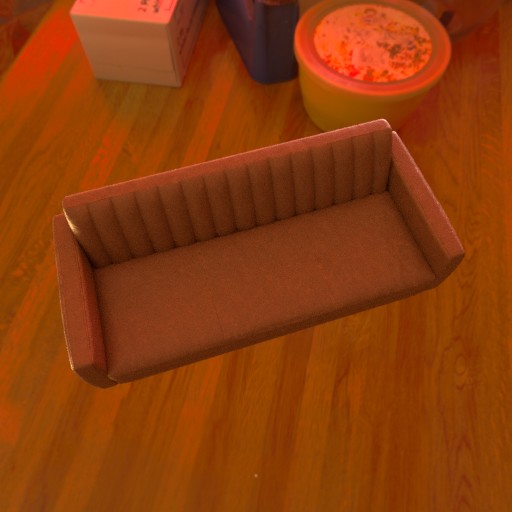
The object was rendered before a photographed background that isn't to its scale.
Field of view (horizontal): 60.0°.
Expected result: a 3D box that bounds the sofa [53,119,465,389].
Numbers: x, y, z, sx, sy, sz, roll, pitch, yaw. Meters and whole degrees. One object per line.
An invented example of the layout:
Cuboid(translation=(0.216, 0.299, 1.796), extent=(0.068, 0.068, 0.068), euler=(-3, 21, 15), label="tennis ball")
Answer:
Cuboid(translation=(0.000, 0.000, 2.771), extent=(2.291, 0.821, 0.990), euler=(-16, 65, -8), label="sofa")
